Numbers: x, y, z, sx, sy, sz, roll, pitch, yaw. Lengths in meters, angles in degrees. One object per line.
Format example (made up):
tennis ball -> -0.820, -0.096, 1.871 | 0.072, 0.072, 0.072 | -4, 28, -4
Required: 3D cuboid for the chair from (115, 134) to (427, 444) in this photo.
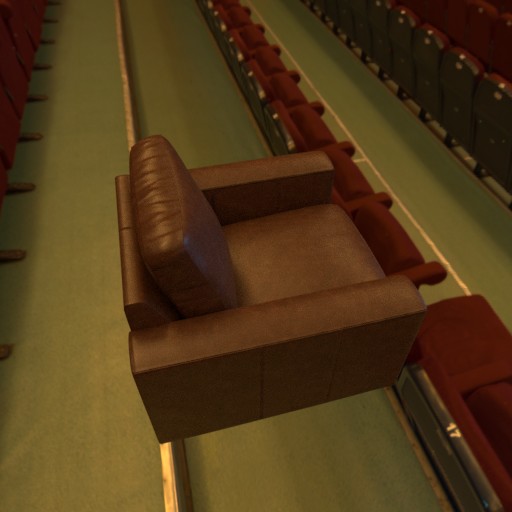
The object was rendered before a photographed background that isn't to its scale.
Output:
chair -> 0.000, 0.000, 1.809 | 1.016, 0.873, 1.005 | -11, 47, -10
